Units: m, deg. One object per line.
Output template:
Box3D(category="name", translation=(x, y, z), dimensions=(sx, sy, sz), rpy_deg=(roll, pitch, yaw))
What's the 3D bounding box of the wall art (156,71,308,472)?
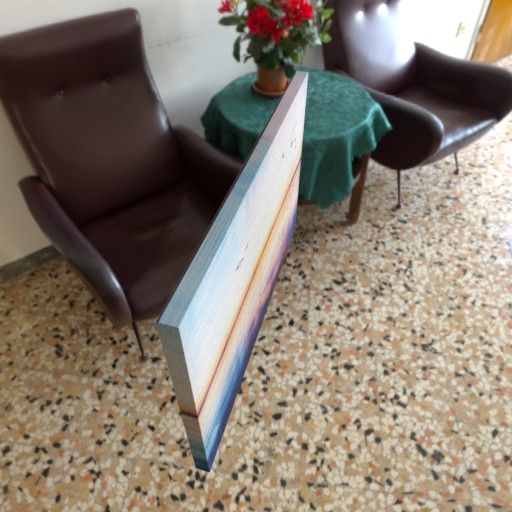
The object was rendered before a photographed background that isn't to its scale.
Box3D(category="wall art", translation=(0.000, 0.000, 1.170), dimensions=(0.037, 0.605, 0.911), rpy_deg=(12, 47, 12))
